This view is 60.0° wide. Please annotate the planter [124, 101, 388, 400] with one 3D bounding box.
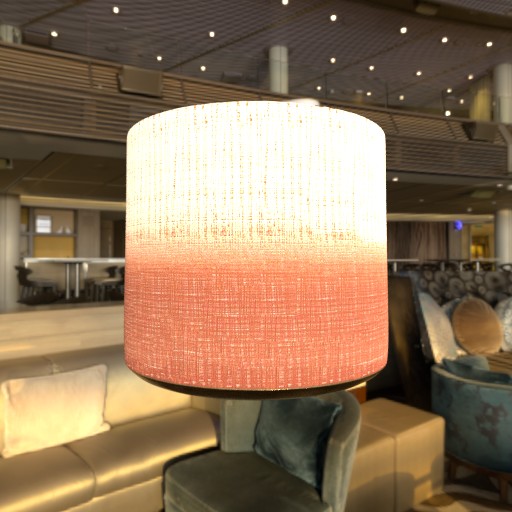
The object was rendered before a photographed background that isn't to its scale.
[{"bbox_3d":[0.000,0.000,0.311,0.178,0.157,0.178,0,-1,0],"label":"planter"}]
